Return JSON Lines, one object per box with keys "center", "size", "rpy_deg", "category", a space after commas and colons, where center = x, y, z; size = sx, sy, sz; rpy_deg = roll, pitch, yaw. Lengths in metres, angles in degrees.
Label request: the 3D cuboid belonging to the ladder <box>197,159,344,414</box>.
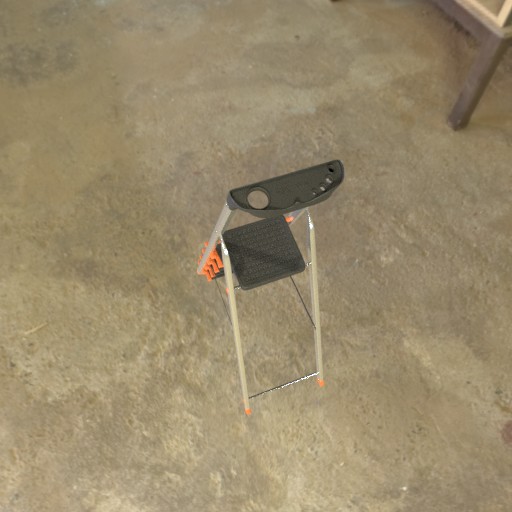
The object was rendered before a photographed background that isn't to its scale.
{"center": [0.000, 0.000, 2.066], "size": [0.480, 1.646, 0.995], "rpy_deg": [-18, 61, -10], "category": "ladder"}
